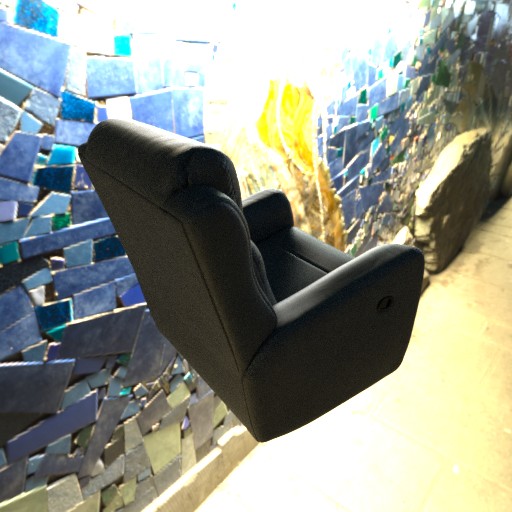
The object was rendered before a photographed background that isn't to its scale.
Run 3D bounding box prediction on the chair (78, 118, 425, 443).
[{"bbox_3d":[0.000,0.000,1.834,1.068,1.116,0.965,-18,32,-32],"label":"chair"}]
